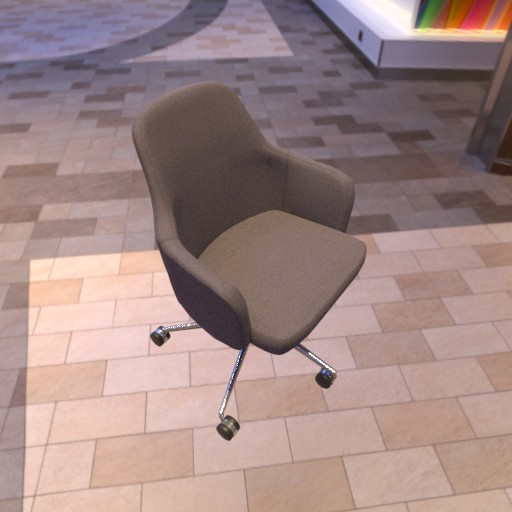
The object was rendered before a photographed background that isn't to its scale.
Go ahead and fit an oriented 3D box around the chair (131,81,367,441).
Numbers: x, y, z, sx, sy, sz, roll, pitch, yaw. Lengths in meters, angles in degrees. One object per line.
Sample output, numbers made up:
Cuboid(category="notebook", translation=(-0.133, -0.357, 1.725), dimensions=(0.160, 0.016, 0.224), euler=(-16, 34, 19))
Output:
Cuboid(category="chair", translation=(0.000, 0.000, 1.266), dimensions=(0.600, 0.820, 0.655), euler=(26, 48, 26))
